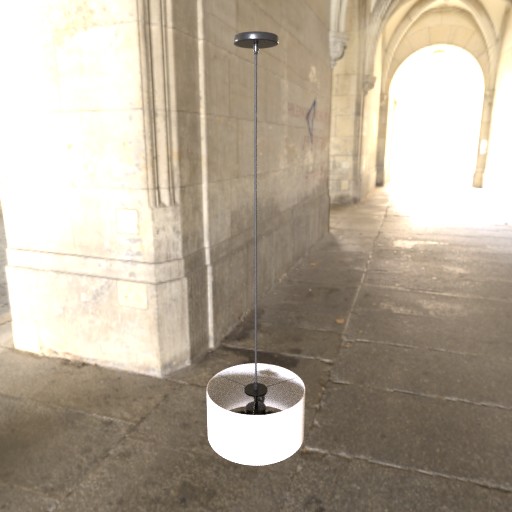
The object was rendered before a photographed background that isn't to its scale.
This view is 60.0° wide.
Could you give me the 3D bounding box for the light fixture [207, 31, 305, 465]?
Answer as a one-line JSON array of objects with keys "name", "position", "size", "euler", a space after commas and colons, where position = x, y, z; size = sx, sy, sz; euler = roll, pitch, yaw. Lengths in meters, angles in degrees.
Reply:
[{"name": "light fixture", "position": [0.000, 0.000, 1.670], "size": [0.399, 1.516, 0.399], "euler": [0, 14, 0]}]
